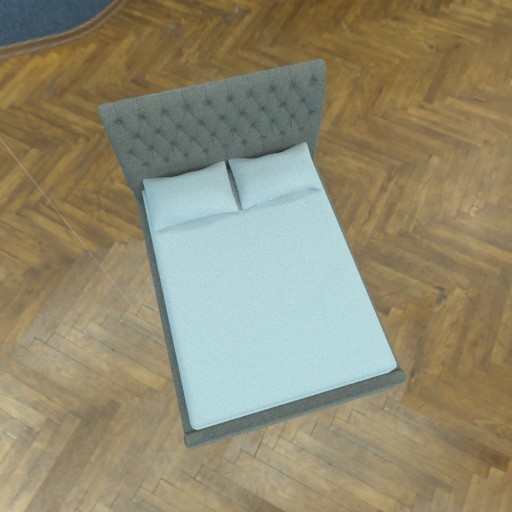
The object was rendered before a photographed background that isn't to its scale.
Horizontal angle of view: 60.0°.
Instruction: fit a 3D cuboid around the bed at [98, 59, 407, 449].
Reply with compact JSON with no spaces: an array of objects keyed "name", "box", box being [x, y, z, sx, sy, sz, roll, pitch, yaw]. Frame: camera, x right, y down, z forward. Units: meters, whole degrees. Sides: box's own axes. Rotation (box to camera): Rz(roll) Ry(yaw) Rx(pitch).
[{"name":"bed","box":[0.000,0.000,3.302,1.645,1.371,2.252,-14,66,-7]}]
